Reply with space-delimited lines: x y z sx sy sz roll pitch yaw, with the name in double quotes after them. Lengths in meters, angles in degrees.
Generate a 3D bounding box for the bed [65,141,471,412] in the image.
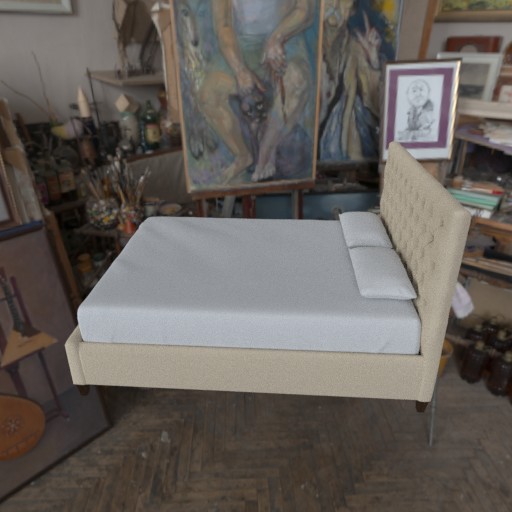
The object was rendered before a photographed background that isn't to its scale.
0.000 0.000 3.408 2.387 1.427 1.698 2 27 3 "bed"
